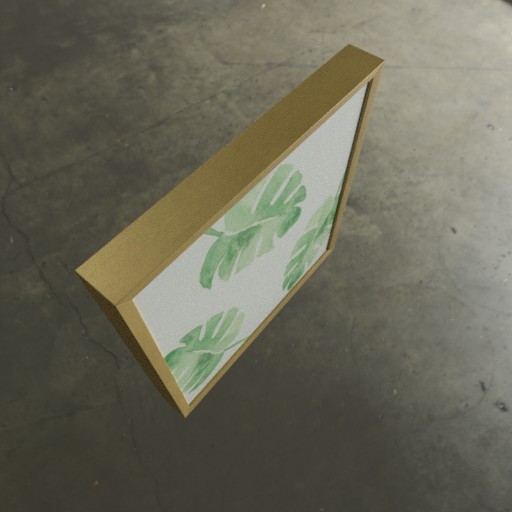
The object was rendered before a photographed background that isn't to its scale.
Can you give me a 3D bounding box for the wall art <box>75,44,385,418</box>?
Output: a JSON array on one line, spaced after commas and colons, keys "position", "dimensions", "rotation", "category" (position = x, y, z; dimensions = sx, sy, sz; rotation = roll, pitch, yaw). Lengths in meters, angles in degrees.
[{"position": [0.000, 0.000, 0.458], "dimensions": [0.038, 0.305, 0.305], "rotation": [35, 65, 20], "category": "wall art"}]
